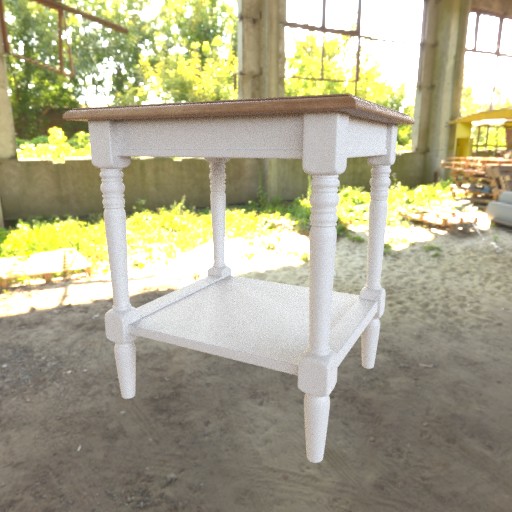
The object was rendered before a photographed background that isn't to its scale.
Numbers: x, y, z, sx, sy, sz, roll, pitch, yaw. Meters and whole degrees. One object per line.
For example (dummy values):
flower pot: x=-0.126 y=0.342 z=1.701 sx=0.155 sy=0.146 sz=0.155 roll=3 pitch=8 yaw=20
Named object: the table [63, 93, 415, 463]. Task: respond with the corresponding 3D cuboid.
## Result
table: x=0.000 y=0.000 z=0.905 sx=0.508 sy=0.561 sz=0.457 roll=7 pitch=16 yaw=27
